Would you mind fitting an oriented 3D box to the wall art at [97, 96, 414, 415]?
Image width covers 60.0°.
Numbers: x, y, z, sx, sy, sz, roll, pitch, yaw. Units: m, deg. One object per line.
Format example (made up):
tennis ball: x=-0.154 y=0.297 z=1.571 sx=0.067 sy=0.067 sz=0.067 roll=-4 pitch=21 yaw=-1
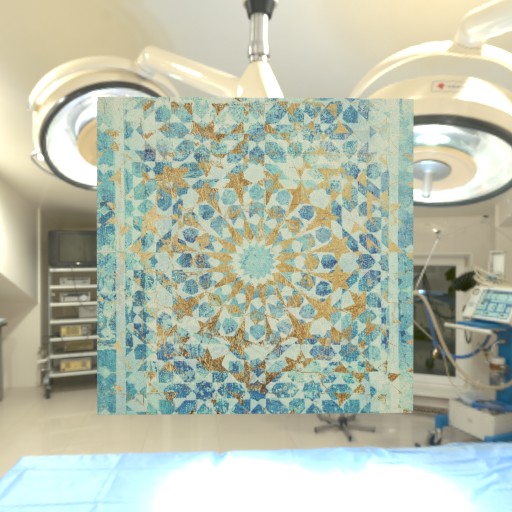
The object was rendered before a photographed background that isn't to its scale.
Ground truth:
wall art: x=0.000 y=0.000 z=0.871 sx=0.609 sy=0.609 sz=0.040 roll=0 pitch=0 yaw=-1
